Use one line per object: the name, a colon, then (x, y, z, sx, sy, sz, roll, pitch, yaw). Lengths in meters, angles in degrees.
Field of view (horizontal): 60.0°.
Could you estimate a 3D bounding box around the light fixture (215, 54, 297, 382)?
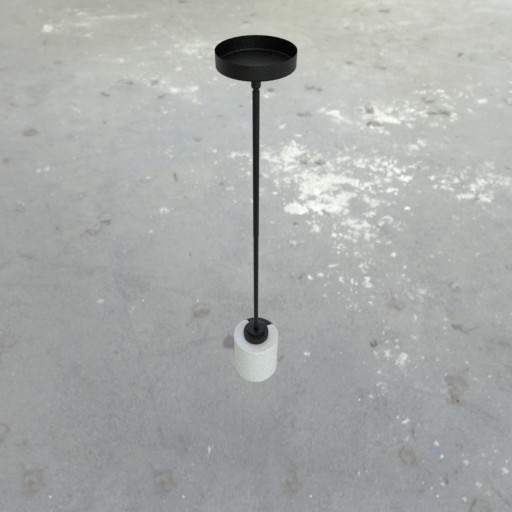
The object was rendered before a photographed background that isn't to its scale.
light fixture: (0.000, 0.000, 0.961, 0.123, 0.863, 0.123, -16, 47, -16)
